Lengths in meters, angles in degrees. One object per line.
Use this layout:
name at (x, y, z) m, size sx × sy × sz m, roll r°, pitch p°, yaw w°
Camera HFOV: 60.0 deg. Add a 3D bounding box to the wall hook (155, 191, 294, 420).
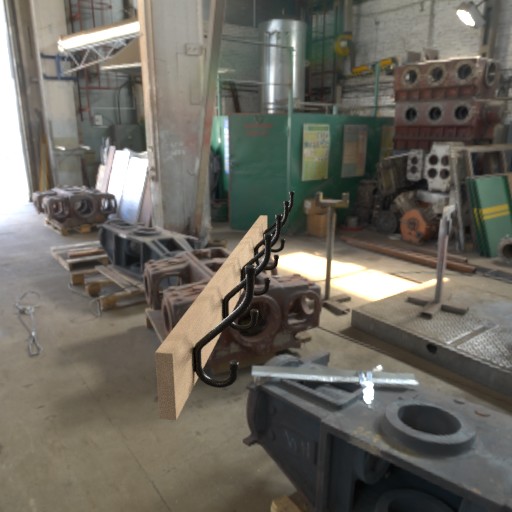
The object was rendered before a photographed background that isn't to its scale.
wall hook at (0.000, 0.000, 0.609) m, size 0.071 × 0.117 × 0.571 m, roll 2°, pitch 16°, yaw 8°
